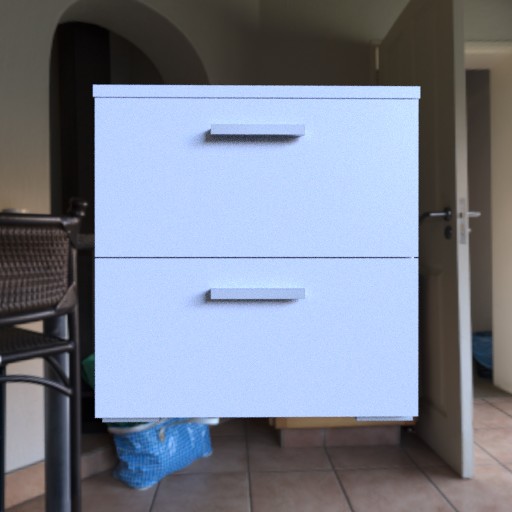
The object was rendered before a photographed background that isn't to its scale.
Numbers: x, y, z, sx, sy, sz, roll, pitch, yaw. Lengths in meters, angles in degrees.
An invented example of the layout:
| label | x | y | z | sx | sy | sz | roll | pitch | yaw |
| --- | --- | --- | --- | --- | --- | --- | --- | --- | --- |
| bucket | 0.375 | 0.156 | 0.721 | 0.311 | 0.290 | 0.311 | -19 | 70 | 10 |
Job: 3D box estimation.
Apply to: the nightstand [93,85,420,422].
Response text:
| label | x | y | z | sx | sy | sz | roll | pitch | yaw |
| --- | --- | --- | --- | --- | --- | --- | --- | --- | --- |
| nightstand | 0.000 | 0.000 | 0.744 | 0.441 | 0.460 | 0.325 | 0 | 0 | -1 |
